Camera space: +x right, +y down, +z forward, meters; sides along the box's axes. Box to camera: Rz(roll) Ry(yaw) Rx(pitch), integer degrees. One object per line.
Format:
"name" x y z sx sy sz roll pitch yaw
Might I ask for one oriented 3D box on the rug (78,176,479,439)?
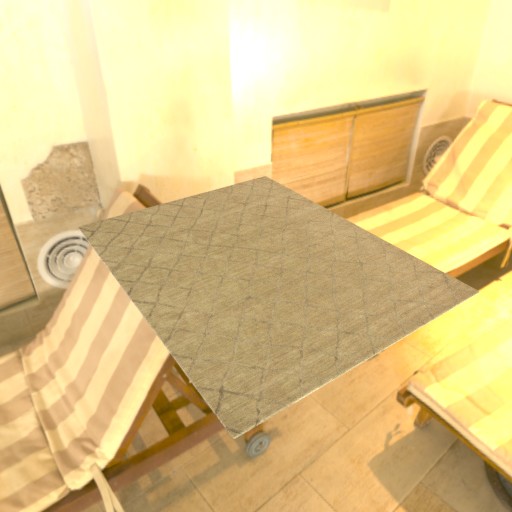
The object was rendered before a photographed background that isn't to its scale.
"rug" 0.000 0.000 4.158 2.420 0.019 3.038 -20 38 -29
